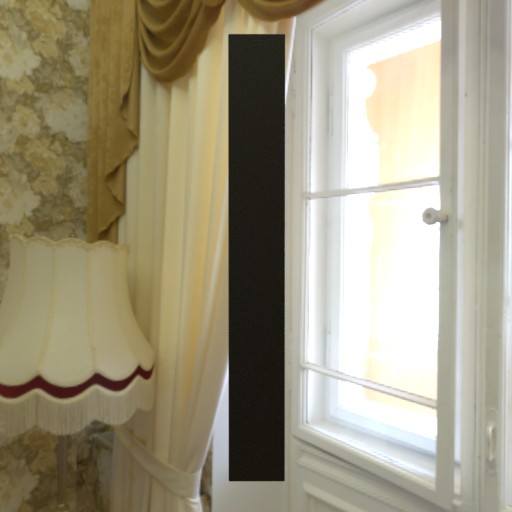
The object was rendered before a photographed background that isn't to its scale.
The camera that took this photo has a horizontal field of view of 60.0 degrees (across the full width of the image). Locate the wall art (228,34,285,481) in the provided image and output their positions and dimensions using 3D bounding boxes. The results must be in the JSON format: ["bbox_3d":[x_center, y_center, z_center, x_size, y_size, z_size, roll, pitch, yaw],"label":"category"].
[{"bbox_3d":[0.000,0.000,0.452,0.038,0.304,0.304,0,1,0],"label":"wall art"}]
